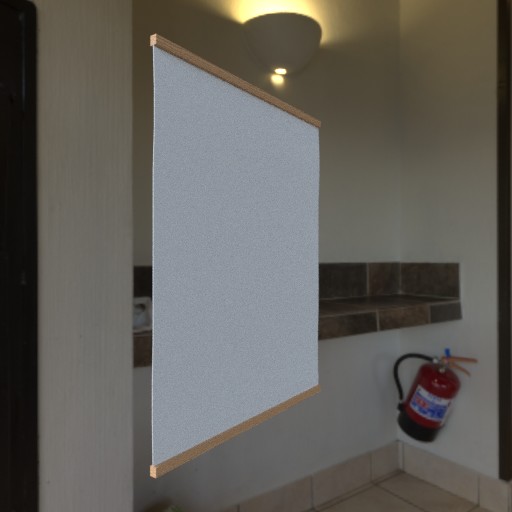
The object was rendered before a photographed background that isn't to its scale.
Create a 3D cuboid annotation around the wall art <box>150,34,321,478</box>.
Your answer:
[{"bbox_3d":[0.000,0.000,0.672,0.010,0.507,0.404,0,0,36],"label":"wall art"}]
